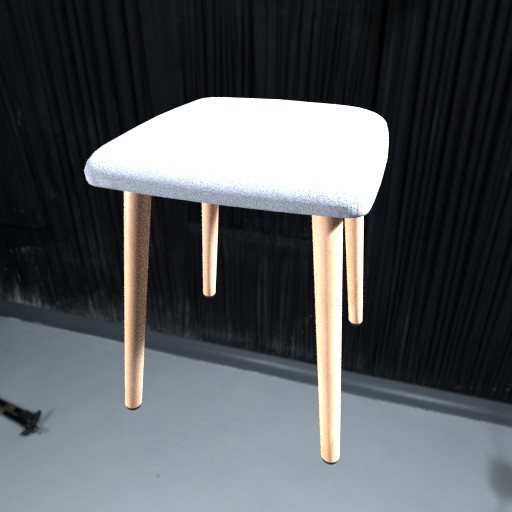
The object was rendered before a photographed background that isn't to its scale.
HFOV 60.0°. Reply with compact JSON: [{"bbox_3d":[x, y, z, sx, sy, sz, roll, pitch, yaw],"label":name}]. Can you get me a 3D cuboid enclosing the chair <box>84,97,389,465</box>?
[{"bbox_3d":[0.000,0.000,0.698,0.350,0.440,0.350,9,32,15],"label":"chair"}]
